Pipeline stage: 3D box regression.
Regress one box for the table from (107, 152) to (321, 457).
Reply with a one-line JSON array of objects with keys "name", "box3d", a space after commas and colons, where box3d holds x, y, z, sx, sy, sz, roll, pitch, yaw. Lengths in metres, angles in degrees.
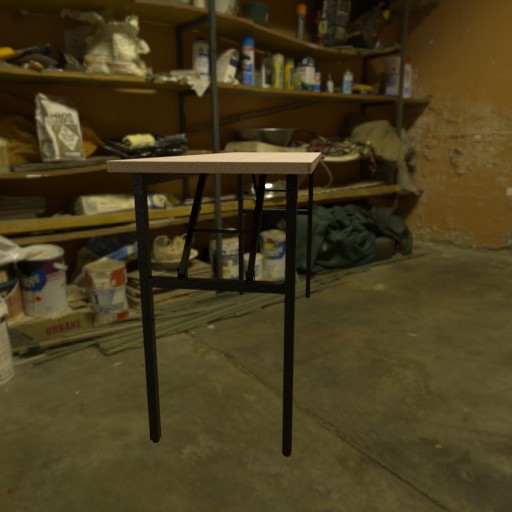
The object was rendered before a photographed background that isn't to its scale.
[{"name": "table", "box3d": [0.000, 0.000, 1.690, 0.447, 0.750, 1.397, 2, 14, 9]}]
